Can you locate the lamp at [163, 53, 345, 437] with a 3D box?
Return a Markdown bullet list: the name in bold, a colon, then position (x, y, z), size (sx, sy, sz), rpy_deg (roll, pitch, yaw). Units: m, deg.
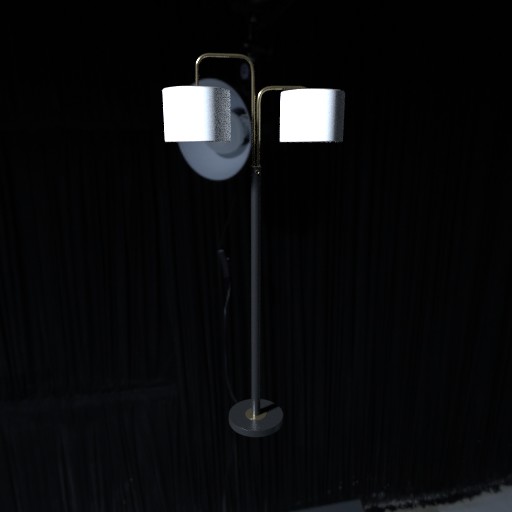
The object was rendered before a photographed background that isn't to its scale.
- **lamp**: position (0.000, 0.000, 1.888), size (0.711, 1.587, 0.254), rpy_deg (-2, 14, -10)
